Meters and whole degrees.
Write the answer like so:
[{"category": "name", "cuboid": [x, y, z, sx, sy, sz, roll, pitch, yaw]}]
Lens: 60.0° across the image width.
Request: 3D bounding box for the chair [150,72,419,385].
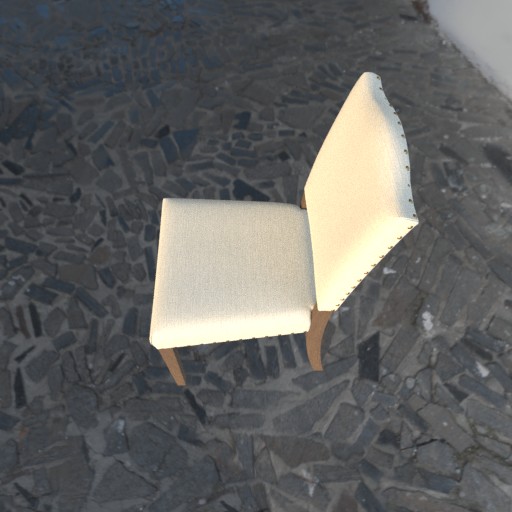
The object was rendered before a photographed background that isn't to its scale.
[{"category": "chair", "cuboid": [0.000, 0.000, 1.344, 0.619, 1.015, 0.508, -2, 59, -1]}]
